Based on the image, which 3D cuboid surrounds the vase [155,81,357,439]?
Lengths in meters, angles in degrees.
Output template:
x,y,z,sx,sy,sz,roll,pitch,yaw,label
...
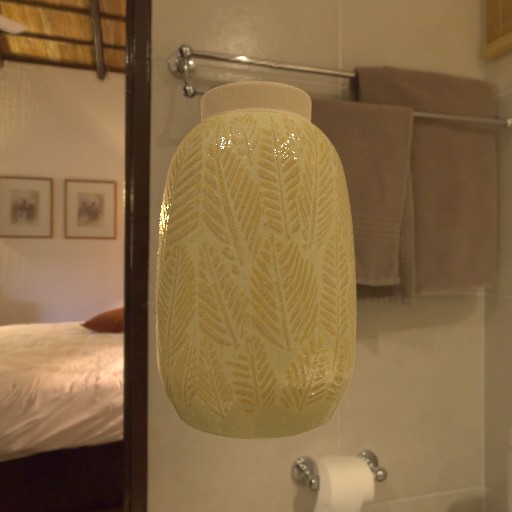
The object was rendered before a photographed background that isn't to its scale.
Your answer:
x,y,z,sx,sy,sz,roll,pitch,yaw,label
0.000,0.000,0.389,0.172,0.270,0.172,0,0,0,vase
